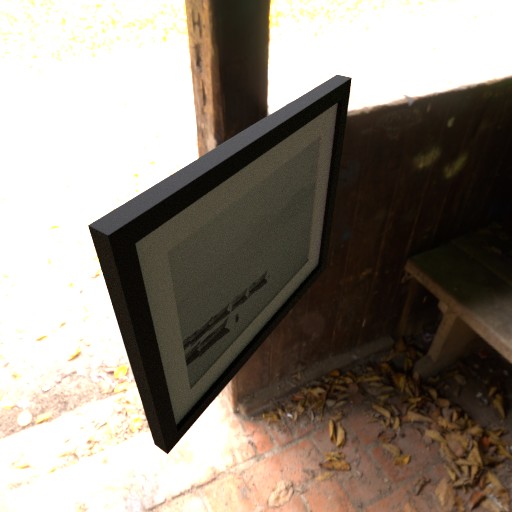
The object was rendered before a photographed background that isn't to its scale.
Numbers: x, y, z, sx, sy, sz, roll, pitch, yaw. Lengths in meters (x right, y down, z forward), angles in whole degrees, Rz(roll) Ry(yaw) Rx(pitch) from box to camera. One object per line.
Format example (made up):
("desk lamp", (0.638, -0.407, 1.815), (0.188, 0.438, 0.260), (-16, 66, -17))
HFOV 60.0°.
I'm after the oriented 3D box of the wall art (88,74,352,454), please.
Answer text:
("wall art", (0.000, 0.000, 0.761), (0.030, 0.454, 0.554), (24, 46, 26))
